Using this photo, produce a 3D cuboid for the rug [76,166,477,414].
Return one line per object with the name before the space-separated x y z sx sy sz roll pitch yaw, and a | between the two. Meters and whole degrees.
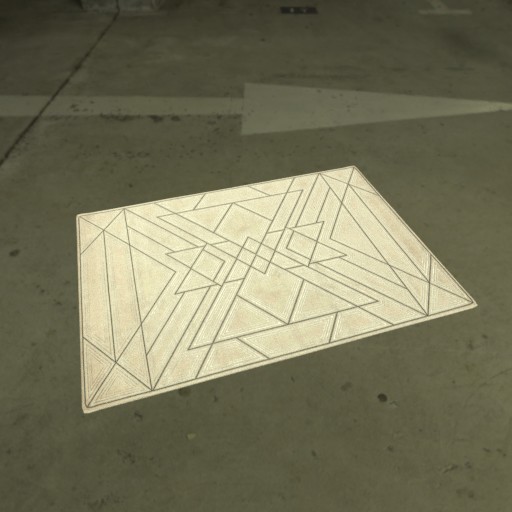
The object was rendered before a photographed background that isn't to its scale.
rug | 0.000 0.000 4.399 3.381 0.026 2.436 -12 45 -13
